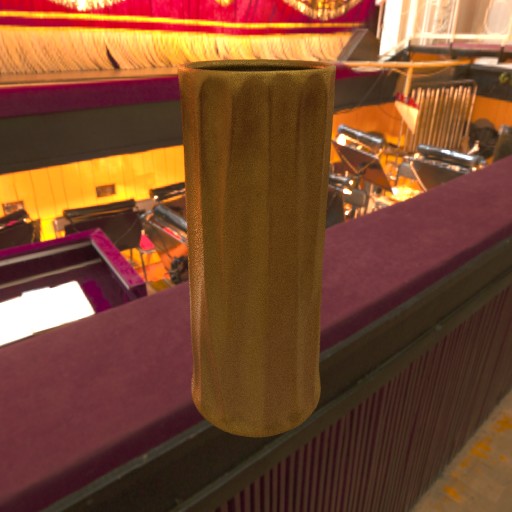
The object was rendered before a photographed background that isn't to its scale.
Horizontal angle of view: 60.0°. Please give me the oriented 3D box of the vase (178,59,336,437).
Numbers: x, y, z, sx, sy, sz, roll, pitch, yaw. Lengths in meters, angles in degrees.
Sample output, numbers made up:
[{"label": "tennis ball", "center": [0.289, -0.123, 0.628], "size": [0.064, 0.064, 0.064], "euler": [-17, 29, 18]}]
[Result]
[{"label": "vase", "center": [0.000, 0.000, 0.179], "size": [0.061, 0.143, 0.061], "euler": [0, 28, 0]}]
